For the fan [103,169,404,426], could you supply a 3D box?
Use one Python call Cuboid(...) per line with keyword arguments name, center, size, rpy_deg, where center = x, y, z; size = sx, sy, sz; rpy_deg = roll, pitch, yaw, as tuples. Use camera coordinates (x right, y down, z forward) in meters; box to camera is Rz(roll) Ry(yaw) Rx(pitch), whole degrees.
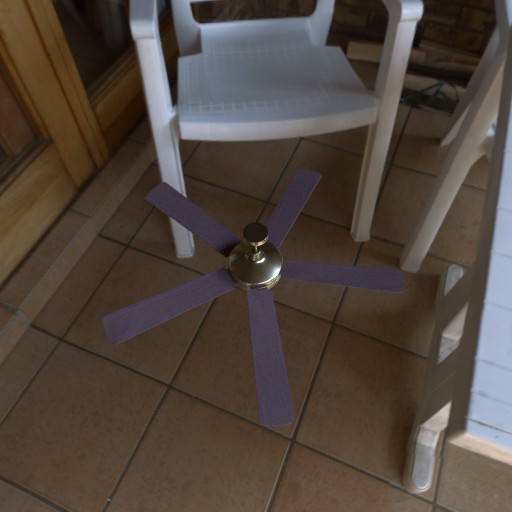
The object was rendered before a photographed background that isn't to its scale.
Cuboid(name="fan", center=(0.000, 0.000, 1.965), size=(1.321, 0.356, 1.321), rpy_deg=(14, 58, 9))
